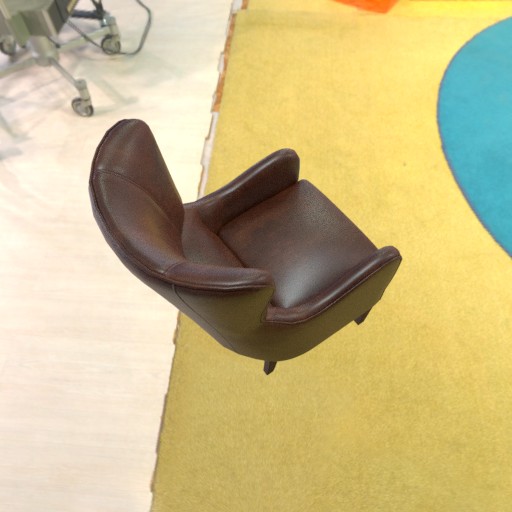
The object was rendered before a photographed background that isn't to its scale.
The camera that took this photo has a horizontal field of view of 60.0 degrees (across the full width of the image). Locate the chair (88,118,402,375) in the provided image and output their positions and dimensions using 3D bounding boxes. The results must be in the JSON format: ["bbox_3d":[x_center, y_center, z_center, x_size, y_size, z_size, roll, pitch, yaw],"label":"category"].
[{"bbox_3d":[0.000,0.000,1.648,0.914,1.048,0.692,-30,62,-18],"label":"chair"}]
